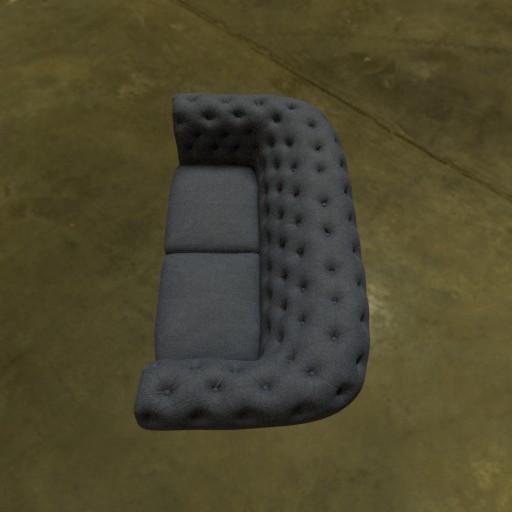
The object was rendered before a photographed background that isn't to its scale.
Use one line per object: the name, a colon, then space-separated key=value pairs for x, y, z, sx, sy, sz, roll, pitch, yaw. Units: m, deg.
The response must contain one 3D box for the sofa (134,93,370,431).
sofa: x=0.000 y=0.000 z=2.575 sx=1.082 sy=0.833 sz=1.988 roll=-1 pitch=59 yaw=0
